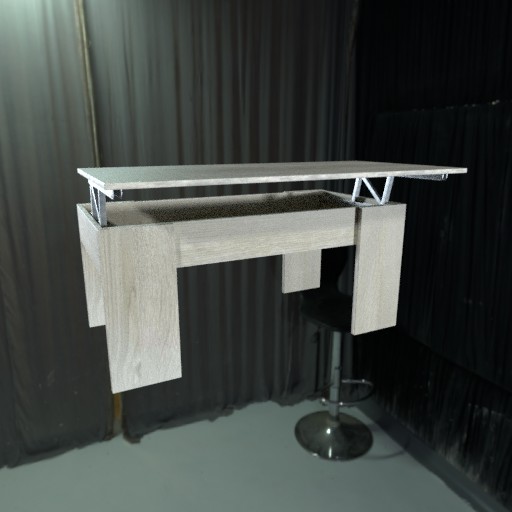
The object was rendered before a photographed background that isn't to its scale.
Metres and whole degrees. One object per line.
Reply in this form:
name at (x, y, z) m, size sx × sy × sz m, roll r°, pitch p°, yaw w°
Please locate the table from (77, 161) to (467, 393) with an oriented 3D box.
table at (0.000, 0.000, 1.433) m, size 1.000 × 0.570 × 0.711 m, roll -7°, pitch 16°, yaw -26°
